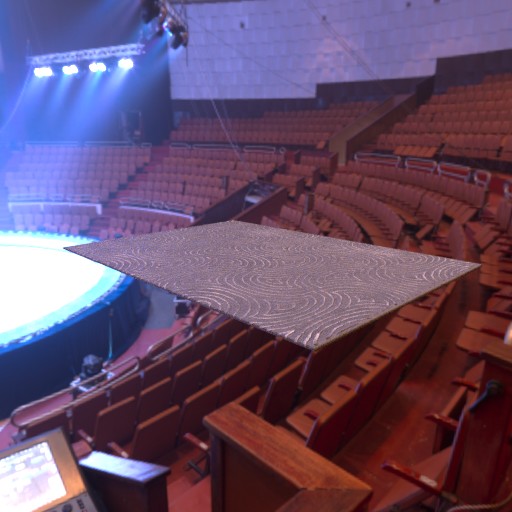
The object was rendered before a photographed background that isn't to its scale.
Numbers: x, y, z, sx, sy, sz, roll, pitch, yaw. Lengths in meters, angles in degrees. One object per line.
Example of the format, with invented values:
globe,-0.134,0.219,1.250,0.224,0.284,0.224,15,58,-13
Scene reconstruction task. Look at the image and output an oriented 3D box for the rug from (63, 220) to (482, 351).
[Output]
rug,0.000,0.000,2.763,1.543,0.015,2.144,-13,19,-43
